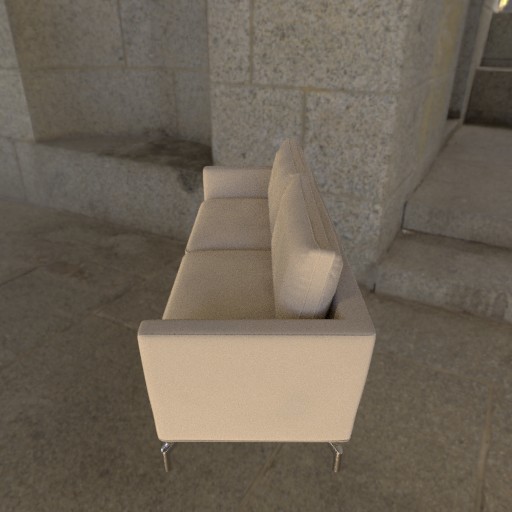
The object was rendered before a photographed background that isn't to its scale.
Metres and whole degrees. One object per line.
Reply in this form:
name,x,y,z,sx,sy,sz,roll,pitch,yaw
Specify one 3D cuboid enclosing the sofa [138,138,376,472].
sofa,0.000,0.000,2.634,0.868,1.005,2.214,0,27,0
